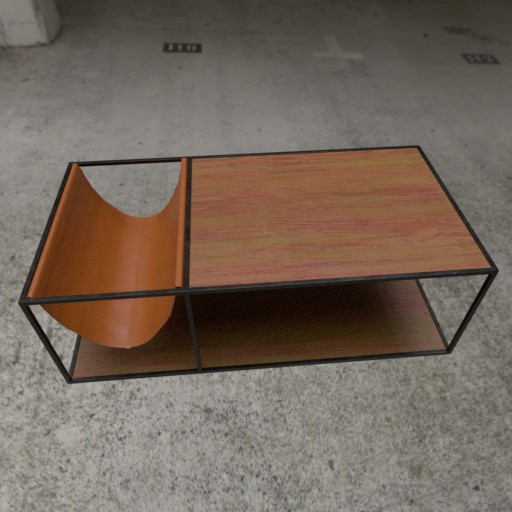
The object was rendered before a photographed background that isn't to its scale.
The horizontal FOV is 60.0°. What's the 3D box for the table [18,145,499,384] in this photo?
[{"bbox_3d":[0.000,0.000,1.447,1.199,0.403,0.597,-4,46,-4],"label":"table"}]
